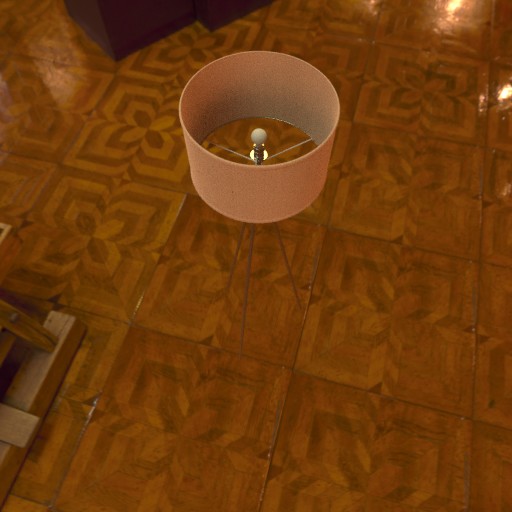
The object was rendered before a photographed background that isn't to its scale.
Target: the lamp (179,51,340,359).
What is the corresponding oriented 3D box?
[{"bbox_3d":[0.000,0.000,1.793,0.449,1.545,0.460,16,63,8],"label":"lamp"}]
